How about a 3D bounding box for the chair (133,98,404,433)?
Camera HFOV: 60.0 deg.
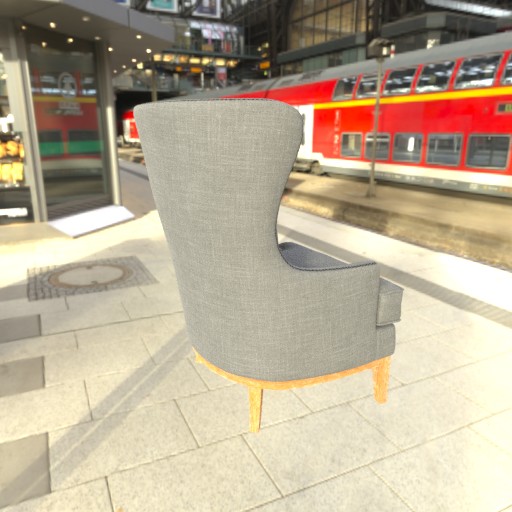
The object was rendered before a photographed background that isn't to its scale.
[{"bbox_3d":[0.000,0.000,1.827,0.883,1.176,0.864,-8,18,-27],"label":"chair"}]
